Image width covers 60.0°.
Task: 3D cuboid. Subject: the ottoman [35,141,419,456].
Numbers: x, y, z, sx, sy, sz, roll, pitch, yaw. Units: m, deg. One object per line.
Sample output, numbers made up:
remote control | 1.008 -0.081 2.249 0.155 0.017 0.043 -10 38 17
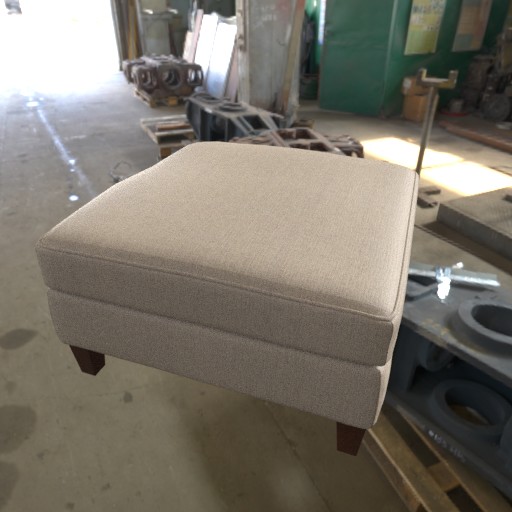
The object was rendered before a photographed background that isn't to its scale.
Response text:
ottoman | 0.000 0.000 1.313 0.838 0.481 0.838 11 33 17
